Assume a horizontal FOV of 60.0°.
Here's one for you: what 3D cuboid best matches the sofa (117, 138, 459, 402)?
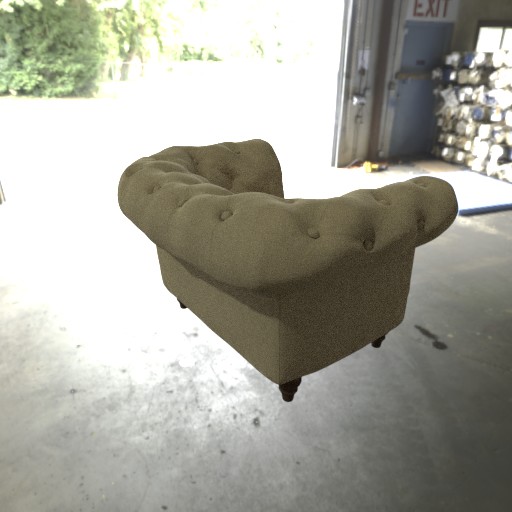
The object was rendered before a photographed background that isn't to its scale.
[{"bbox_3d":[0.000,0.000,2.089,1.034,0.878,1.405,-17,30,-33],"label":"sofa"}]
